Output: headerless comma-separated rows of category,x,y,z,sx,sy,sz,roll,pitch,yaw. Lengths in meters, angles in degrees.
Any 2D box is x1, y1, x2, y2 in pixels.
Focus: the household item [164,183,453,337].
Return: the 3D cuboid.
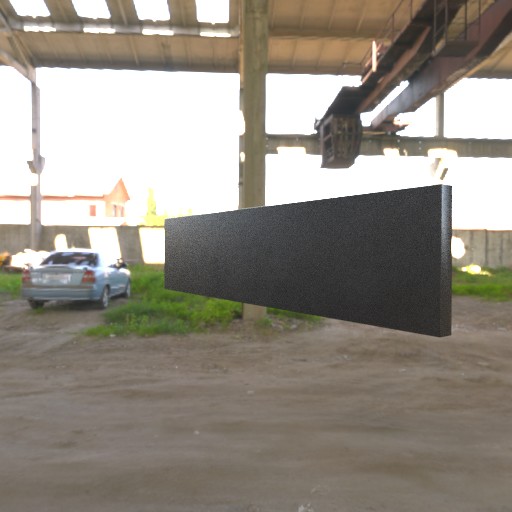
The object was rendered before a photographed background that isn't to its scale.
household item,0.000,0.000,1.090,0.030,0.236,1.001,-1,1,-36
